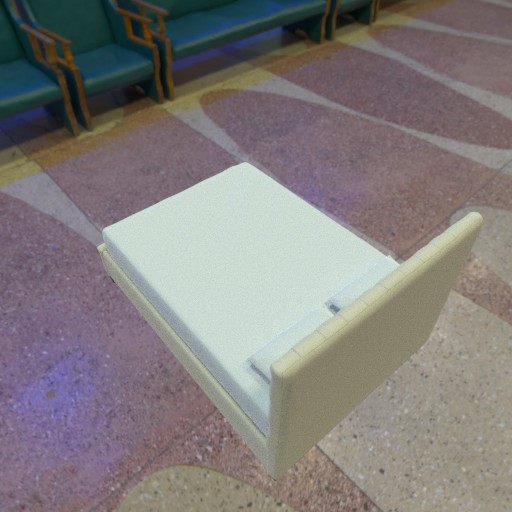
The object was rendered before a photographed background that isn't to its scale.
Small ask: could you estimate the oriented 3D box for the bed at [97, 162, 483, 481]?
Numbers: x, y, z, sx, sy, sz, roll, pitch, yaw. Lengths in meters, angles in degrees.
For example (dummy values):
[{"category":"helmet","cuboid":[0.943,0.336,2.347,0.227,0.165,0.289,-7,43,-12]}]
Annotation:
[{"category":"bed","cuboid":[0.000,0.000,3.444,1.698,1.427,2.387,-31,53,-27]}]
